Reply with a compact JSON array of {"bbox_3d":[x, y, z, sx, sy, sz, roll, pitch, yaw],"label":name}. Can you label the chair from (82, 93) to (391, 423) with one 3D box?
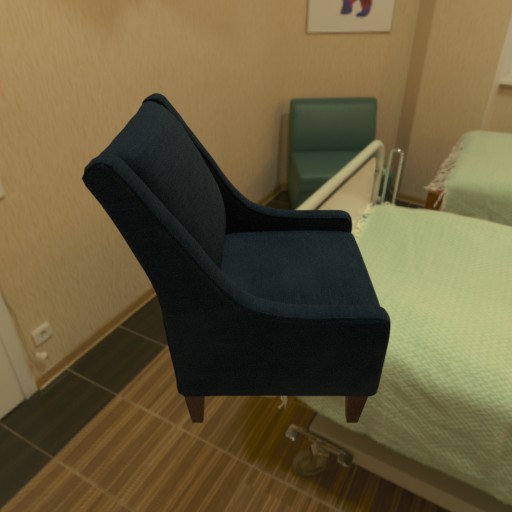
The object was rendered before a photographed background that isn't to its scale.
[{"bbox_3d":[0.000,0.000,1.656,0.870,1.014,0.774,0,33,0],"label":"chair"}]
